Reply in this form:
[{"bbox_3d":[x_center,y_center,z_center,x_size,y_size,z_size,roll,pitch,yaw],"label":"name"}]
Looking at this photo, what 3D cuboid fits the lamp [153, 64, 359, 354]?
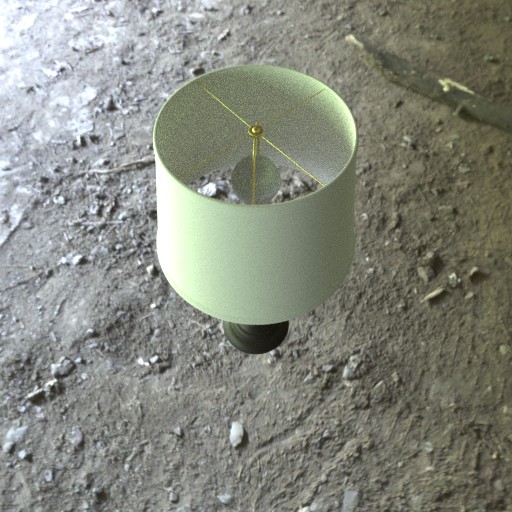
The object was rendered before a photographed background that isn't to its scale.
[{"bbox_3d":[0.000,0.000,0.816,0.335,0.611,0.335,0,58,0],"label":"lamp"}]
